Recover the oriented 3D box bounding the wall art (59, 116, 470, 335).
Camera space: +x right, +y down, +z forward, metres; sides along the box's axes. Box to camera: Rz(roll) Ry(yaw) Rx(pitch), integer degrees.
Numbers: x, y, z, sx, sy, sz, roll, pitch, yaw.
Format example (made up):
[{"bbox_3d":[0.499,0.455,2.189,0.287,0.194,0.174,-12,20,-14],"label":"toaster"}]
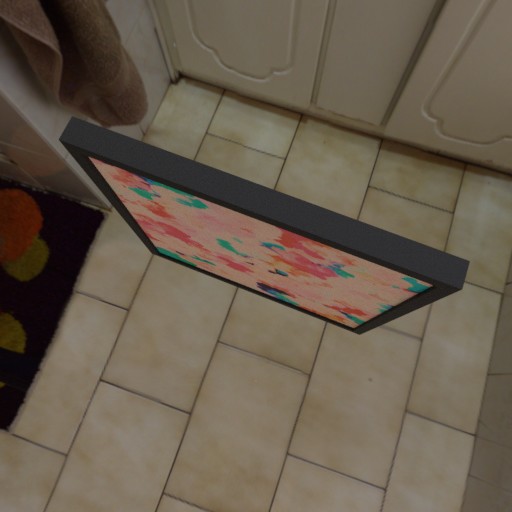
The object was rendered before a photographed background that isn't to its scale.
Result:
[{"bbox_3d":[0.000,0.000,0.763,0.506,0.503,0.036,21,75,6],"label":"wall art"}]
